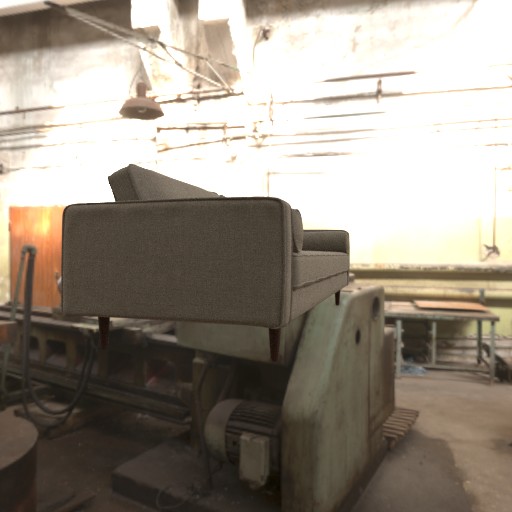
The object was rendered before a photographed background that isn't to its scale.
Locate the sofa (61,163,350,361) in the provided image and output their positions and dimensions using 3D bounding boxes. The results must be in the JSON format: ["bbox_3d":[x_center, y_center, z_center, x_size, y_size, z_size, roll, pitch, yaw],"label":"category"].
[{"bbox_3d":[0.000,0.000,2.615,0.914,0.762,2.211,0,0,17],"label":"sofa"}]
